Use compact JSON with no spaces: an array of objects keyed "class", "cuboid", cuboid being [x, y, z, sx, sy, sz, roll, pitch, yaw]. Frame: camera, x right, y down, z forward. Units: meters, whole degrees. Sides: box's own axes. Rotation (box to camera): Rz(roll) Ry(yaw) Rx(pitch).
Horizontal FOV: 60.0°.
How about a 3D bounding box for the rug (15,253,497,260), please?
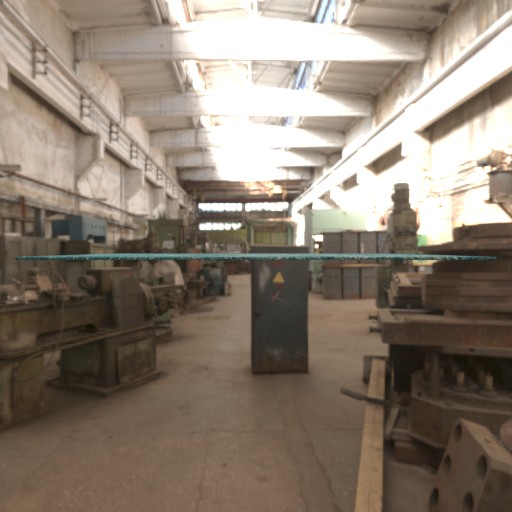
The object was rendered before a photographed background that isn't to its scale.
[{"class":"rug","cuboid":[0.000,0.000,2.834,2.277,0.015,1.490,0,1,0]}]
